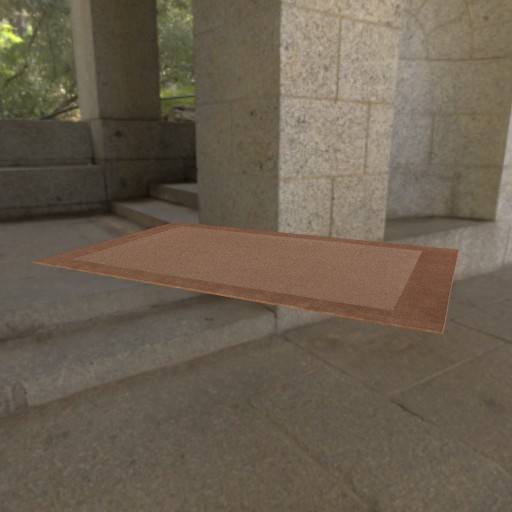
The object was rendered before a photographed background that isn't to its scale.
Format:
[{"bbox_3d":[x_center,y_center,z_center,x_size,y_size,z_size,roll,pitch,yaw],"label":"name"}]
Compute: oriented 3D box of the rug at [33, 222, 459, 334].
[{"bbox_3d":[0.000,0.000,2.978,2.438,0.014,1.524,7,17,25],"label":"rug"}]
